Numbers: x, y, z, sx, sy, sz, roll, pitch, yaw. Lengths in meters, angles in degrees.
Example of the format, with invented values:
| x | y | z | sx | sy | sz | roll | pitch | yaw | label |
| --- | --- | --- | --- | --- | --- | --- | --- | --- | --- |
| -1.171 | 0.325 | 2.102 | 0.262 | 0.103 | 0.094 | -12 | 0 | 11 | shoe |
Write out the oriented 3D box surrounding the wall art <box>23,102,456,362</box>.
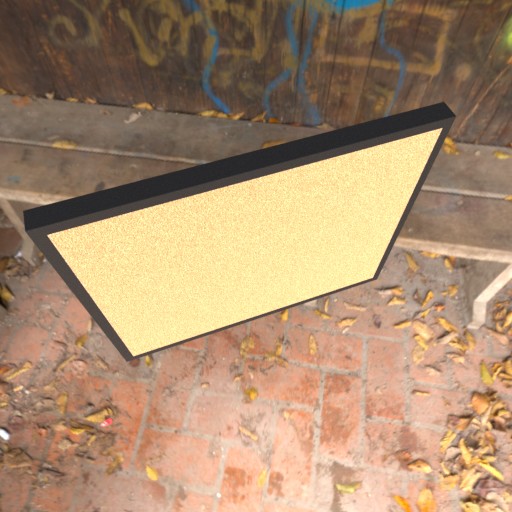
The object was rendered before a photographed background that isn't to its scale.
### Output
| x | y | z | sx | sy | sz | roll | pitch | yaw | label |
| --- | --- | --- | --- | --- | --- | --- | --- | --- | --- |
| 0.000 | 0.000 | 0.741 | 0.554 | 0.454 | 0.030 | -17 | 60 | -10 | wall art |
